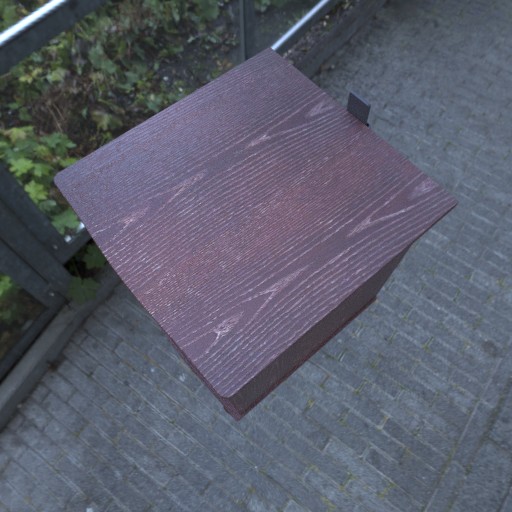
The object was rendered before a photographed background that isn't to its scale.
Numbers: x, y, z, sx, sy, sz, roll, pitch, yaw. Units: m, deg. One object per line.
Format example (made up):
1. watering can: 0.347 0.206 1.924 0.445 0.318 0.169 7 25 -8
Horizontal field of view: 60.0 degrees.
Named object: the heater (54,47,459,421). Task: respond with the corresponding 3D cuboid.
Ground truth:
1. heater: 0.000 0.000 0.748 0.400 0.481 0.362 -37 70 -16
